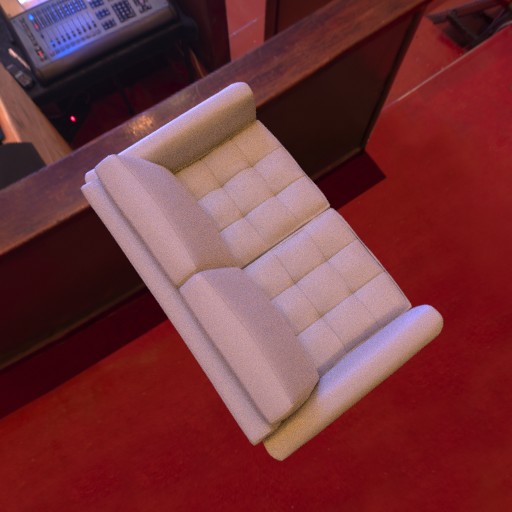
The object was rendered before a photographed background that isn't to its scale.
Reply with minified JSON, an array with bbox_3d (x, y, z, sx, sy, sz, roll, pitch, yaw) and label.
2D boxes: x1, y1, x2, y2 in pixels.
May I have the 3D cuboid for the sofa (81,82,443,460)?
[{"bbox_3d":[0.000,0.000,2.452,1.121,0.930,1.819,-35,77,-9],"label":"sofa"}]
